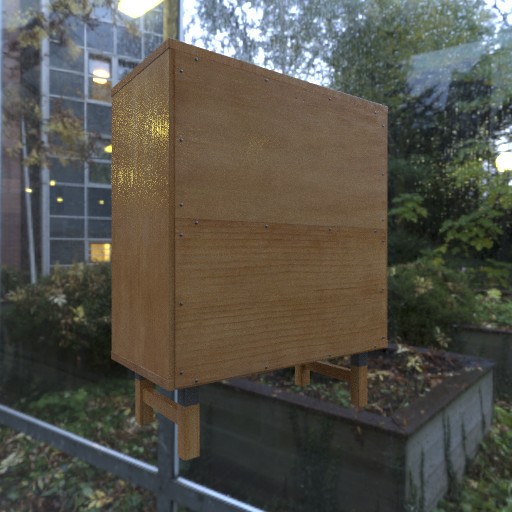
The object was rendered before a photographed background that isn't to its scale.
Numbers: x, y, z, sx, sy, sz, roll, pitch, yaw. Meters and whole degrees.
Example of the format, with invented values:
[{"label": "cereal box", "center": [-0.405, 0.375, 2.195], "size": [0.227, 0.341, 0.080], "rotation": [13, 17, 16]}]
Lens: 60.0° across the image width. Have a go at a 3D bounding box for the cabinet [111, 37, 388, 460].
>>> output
[{"label": "cabinet", "center": [0.000, 0.000, 1.415], "size": [0.800, 1.001, 0.419], "rotation": [0, 0, -37]}]
